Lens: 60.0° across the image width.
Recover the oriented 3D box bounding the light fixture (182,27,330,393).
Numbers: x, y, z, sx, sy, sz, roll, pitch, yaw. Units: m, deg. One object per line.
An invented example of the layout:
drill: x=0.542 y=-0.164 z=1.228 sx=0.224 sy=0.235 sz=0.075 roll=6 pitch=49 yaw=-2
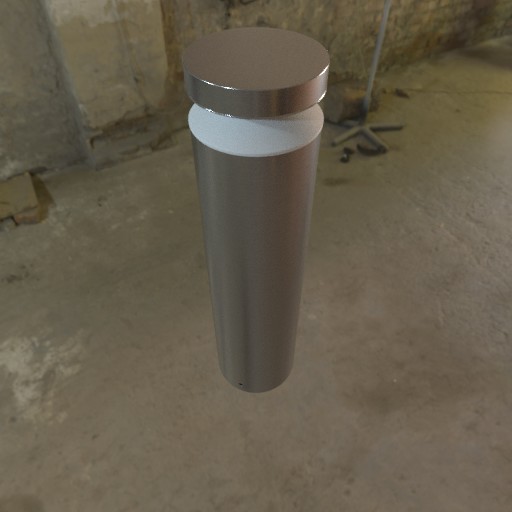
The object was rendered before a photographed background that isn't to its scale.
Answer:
light fixture: x=0.000 y=0.000 z=0.447 sx=0.102 sy=0.400 sz=0.102 roll=17 pitch=49 yaw=15
